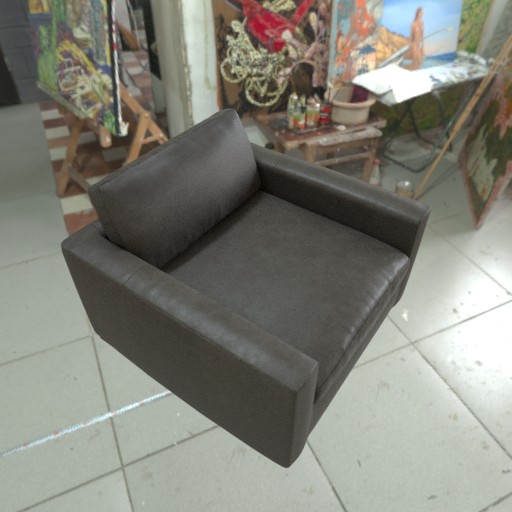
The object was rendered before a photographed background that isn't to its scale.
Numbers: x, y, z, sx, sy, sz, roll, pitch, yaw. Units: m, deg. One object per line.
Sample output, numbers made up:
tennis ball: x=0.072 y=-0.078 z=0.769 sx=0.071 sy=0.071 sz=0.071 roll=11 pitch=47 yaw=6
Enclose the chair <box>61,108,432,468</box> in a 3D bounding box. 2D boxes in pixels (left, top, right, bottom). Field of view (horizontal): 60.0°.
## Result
chair: x=0.000 y=0.000 z=1.841 sx=1.080 sy=0.807 sz=1.106 roll=26 pitch=49 yaw=26
